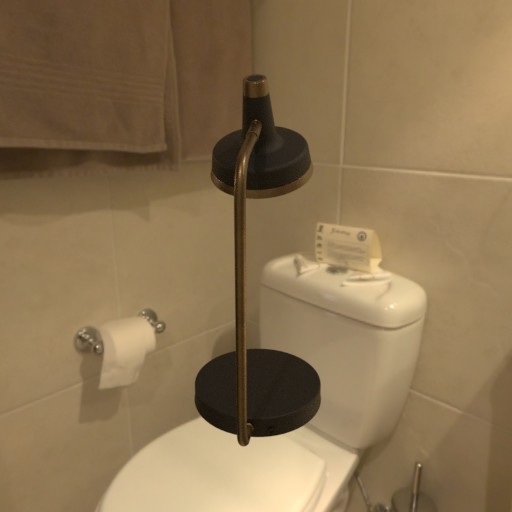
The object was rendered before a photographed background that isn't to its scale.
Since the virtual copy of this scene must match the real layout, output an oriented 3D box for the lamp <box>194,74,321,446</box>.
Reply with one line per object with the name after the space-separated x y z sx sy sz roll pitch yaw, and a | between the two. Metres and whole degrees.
0.000 0.000 0.500 0.162 0.385 0.218 2 17 7 | lamp
